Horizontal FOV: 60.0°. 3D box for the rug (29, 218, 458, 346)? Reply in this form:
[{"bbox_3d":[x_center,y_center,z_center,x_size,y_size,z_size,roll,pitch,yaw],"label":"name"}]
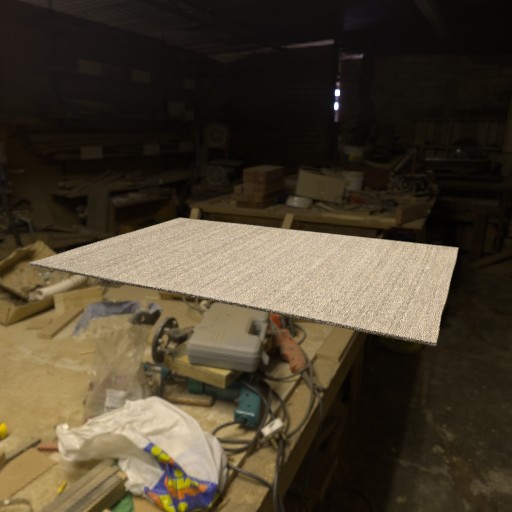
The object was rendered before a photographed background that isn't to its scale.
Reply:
[{"bbox_3d":[0.000,0.000,2.826,2.297,0.018,1.532,8,18,25],"label":"rug"}]
